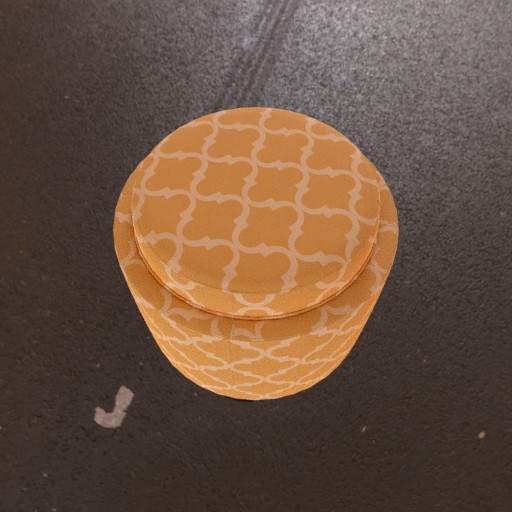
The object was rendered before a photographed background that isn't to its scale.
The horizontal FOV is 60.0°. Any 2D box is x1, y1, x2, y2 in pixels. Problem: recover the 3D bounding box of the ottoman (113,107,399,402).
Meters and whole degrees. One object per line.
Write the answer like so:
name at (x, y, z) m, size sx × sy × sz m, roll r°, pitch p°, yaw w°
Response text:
ottoman at (0.000, 0.000, 0.861) m, size 0.480 × 0.429 × 0.480 m, roll 0°, pitch 57°, yaw 0°
